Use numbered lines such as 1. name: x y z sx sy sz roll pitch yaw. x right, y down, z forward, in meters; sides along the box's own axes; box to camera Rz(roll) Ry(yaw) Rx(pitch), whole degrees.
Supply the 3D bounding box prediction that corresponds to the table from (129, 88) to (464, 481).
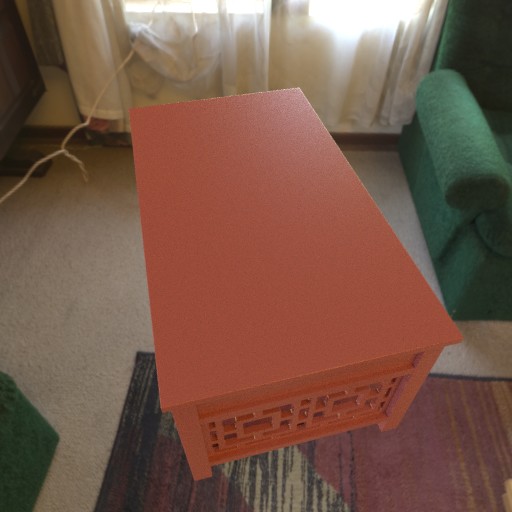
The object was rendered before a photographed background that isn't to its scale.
1. table: 0.000 0.000 1.364 0.612 0.493 1.068 -10 48 -9
